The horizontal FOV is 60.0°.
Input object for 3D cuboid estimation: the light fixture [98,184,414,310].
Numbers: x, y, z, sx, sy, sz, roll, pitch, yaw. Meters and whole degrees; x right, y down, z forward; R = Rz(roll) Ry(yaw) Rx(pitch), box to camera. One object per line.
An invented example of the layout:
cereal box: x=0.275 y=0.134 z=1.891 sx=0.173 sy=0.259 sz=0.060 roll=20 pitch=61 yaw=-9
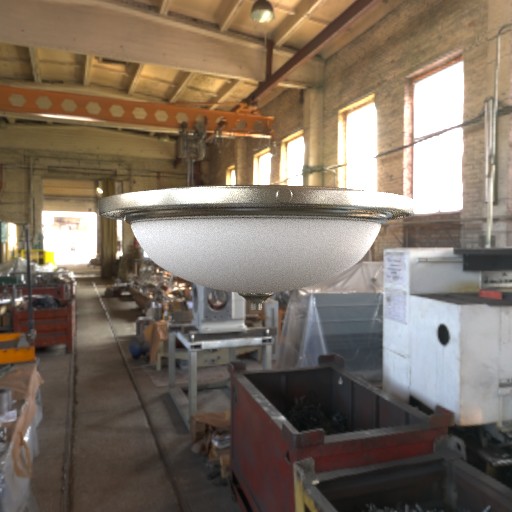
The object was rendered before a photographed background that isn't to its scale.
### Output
light fixture: x=0.000 y=0.000 z=0.539 sx=0.361 sy=0.130 sz=0.361 roll=0 pitch=1 yaw=0
